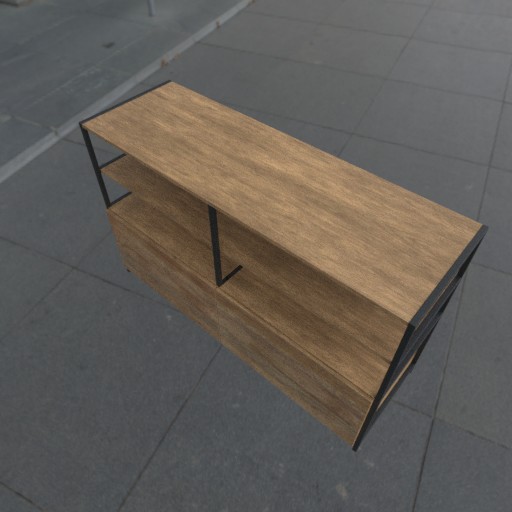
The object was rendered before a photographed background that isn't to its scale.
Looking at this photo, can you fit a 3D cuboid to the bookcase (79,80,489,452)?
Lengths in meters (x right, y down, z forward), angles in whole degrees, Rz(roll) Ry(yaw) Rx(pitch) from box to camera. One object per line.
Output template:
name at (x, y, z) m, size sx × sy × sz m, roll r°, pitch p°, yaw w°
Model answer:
bookcase at (0.000, 0.000, 1.482) m, size 1.149 × 0.712 × 0.391 m, roll 33°, pitch 55°, yaw 26°
